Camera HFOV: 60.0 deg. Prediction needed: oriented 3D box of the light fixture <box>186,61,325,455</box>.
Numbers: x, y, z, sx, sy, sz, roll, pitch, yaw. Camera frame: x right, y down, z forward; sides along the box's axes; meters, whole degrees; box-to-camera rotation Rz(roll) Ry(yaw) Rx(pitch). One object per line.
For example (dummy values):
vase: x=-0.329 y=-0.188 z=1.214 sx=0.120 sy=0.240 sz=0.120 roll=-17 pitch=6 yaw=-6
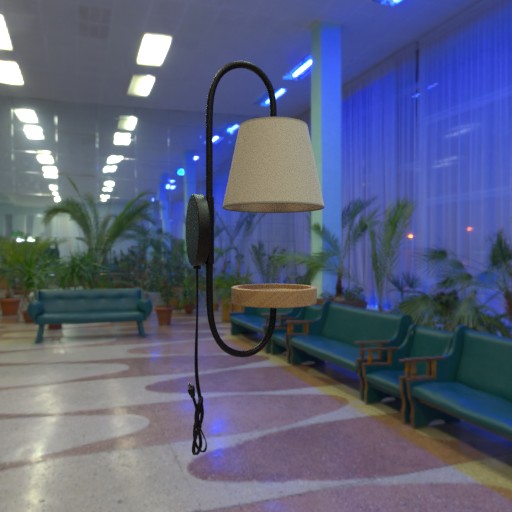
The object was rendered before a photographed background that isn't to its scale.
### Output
light fixture: x=0.000 y=0.000 z=0.949 sx=0.299 sy=0.821 sz=0.220 roll=0 pitch=1 yaw=-19
